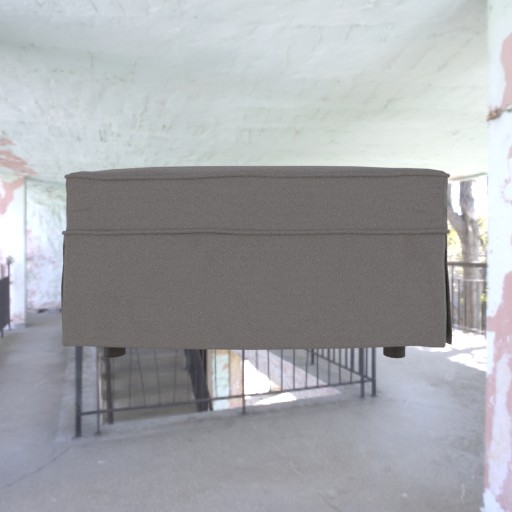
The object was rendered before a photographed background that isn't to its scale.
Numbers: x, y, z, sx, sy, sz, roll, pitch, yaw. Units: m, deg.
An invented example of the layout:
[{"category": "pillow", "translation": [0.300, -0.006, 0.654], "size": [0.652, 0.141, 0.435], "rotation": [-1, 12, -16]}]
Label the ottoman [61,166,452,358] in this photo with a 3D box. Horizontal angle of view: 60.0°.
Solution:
[{"category": "ottoman", "translation": [0.000, 0.000, 1.338], "size": [0.944, 0.479, 0.703], "rotation": [0, 1, 1]}]
